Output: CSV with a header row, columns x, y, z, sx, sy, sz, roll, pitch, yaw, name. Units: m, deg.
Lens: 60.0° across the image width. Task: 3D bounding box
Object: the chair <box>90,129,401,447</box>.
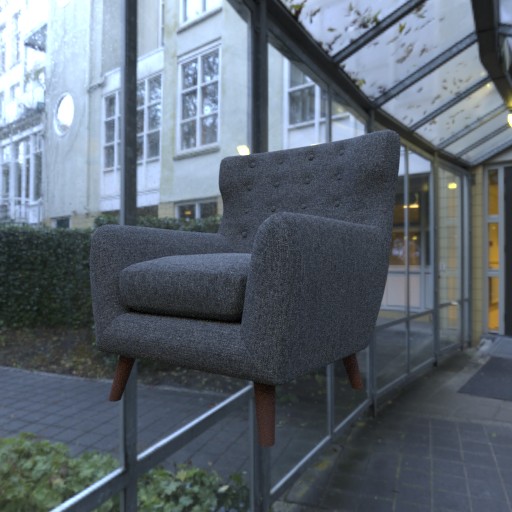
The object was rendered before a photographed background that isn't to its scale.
x,y,z,sx,sy,sz,roll,pitch,yaw,name
0.000,0.000,1.723,0.889,1.039,0.940,0,-1,35,chair
